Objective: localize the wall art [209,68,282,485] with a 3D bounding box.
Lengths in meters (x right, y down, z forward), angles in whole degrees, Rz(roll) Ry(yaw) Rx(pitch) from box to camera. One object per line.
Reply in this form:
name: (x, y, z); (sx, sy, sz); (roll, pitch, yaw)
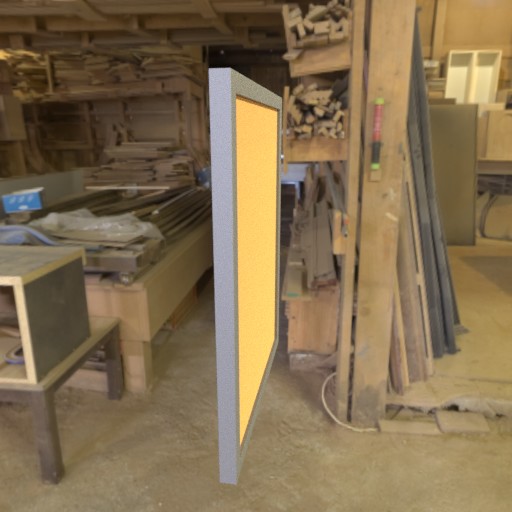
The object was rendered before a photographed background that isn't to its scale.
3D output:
wall art: (0.000, 0.000, 0.783); (0.029, 0.558, 0.458); (3, 16, 10)
